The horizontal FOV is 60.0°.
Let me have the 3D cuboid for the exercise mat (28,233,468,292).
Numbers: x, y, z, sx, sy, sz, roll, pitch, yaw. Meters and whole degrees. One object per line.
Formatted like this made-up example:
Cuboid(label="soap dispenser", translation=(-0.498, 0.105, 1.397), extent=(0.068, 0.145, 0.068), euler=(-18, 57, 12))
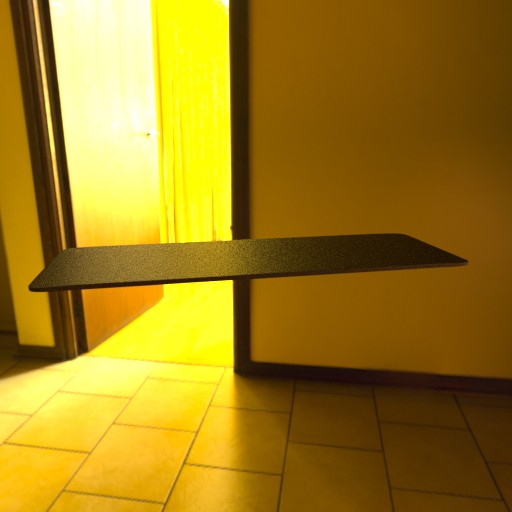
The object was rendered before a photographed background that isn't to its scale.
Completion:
Cuboid(label="exercise mat", translation=(0.000, 0.000, 2.103), extent=(1.869, 0.021, 0.616), euler=(-3, 16, -11))
